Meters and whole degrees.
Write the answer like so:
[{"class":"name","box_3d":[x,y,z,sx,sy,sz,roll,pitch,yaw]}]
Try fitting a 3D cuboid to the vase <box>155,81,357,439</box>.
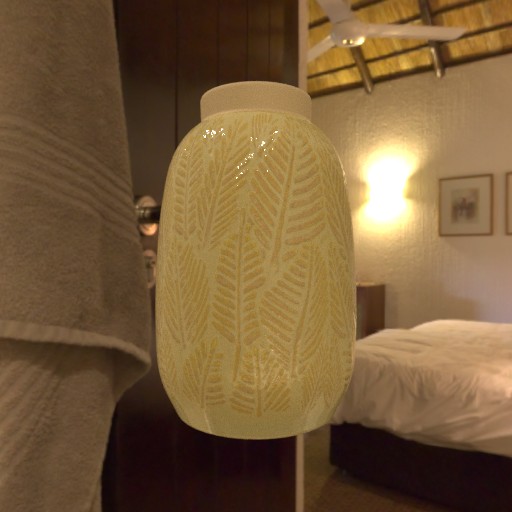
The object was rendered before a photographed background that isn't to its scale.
[{"class":"vase","box_3d":[0.000,0.000,0.389,0.172,0.270,0.172,0,0,0]}]
